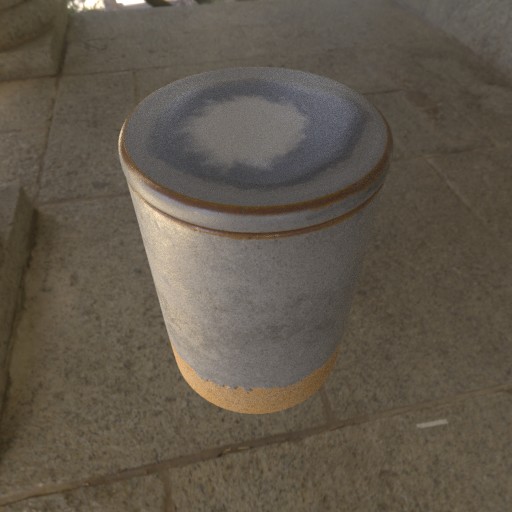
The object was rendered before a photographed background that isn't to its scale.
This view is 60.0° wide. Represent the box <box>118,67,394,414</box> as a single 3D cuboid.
[{"bbox_3d":[0.000,0.000,0.251,0.118,0.168,0.118,0,47,0],"label":"box"}]
